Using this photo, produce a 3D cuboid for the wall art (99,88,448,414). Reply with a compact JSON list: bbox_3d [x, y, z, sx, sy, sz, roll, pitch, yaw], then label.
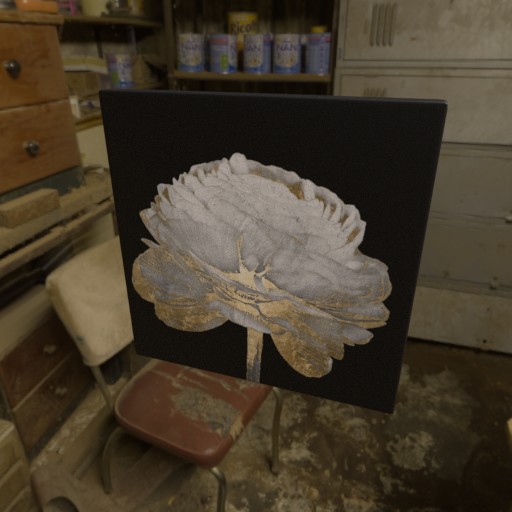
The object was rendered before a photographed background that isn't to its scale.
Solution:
[{"bbox_3d":[0.000,0.000,0.886,0.610,0.611,0.043,8,27,17],"label":"wall art"}]
